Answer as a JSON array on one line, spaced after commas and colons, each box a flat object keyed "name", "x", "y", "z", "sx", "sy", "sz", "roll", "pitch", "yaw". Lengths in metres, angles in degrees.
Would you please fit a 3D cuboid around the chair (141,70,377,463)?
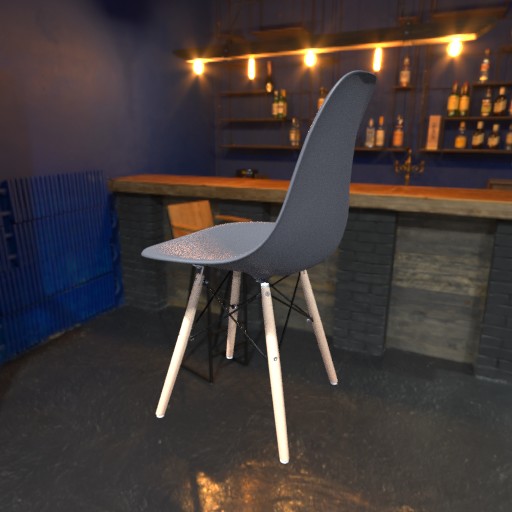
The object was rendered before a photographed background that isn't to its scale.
[{"name": "chair", "x": 0.000, "y": 0.000, "z": 1.119, "sx": 0.533, "sy": 0.826, "sz": 0.470, "roll": 8, "pitch": 17, "yaw": 26}]
